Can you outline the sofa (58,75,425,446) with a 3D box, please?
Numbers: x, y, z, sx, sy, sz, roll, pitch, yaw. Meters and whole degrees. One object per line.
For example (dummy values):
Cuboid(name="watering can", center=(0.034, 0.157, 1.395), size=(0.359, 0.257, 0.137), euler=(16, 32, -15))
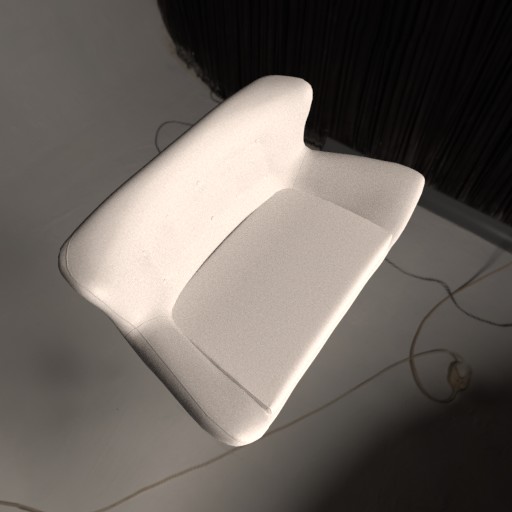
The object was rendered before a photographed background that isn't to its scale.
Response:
Cuboid(name="sofa", center=(0.000, 0.000, 1.970), size=(0.921, 0.878, 1.424), euler=(32, 62, 19))
